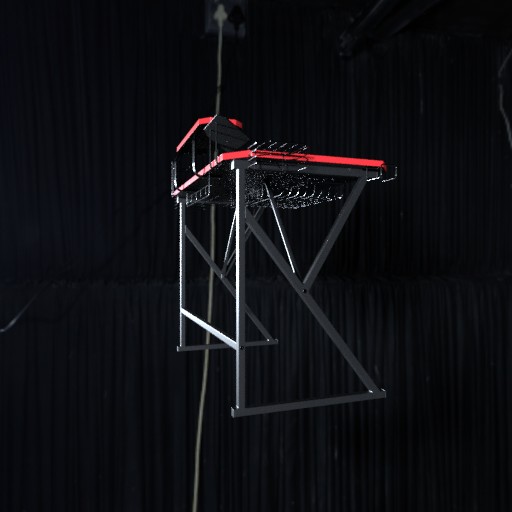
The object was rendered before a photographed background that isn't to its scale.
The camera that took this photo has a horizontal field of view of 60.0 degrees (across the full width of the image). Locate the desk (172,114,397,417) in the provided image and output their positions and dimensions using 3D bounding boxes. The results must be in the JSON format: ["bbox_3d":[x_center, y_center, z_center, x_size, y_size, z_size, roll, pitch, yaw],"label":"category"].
[{"bbox_3d":[0.000,0.000,1.769,0.588,0.913,1.280,0,0,-20],"label":"desk"}]
